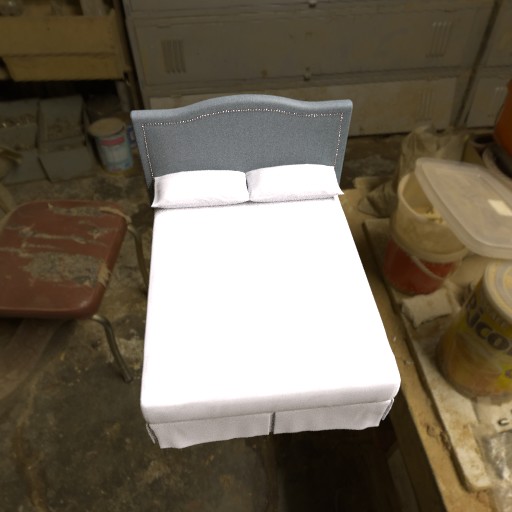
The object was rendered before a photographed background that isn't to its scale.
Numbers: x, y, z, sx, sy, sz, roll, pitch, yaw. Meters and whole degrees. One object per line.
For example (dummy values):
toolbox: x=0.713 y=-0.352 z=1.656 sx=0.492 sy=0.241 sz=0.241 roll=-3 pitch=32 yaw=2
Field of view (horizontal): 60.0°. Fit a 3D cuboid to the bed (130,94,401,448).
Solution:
bed: x=0.000 y=0.000 z=3.271 sx=1.753 sy=1.460 sz=2.143 roll=-4 pitch=48 yaw=-4
